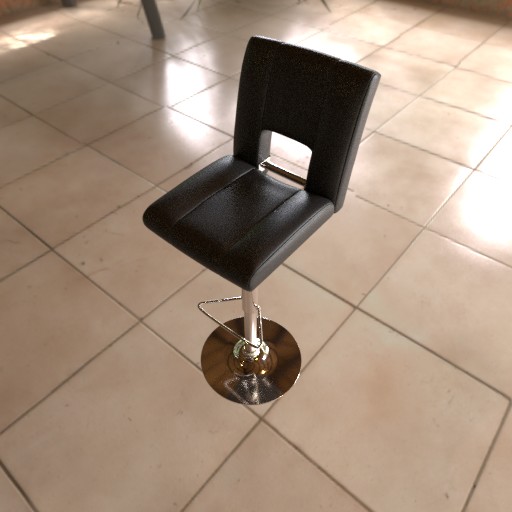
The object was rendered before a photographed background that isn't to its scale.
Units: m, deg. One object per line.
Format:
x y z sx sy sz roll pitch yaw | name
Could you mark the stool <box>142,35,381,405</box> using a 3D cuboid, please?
0.000 0.000 1.422 0.415 1.151 0.520 30 53 26 | stool
